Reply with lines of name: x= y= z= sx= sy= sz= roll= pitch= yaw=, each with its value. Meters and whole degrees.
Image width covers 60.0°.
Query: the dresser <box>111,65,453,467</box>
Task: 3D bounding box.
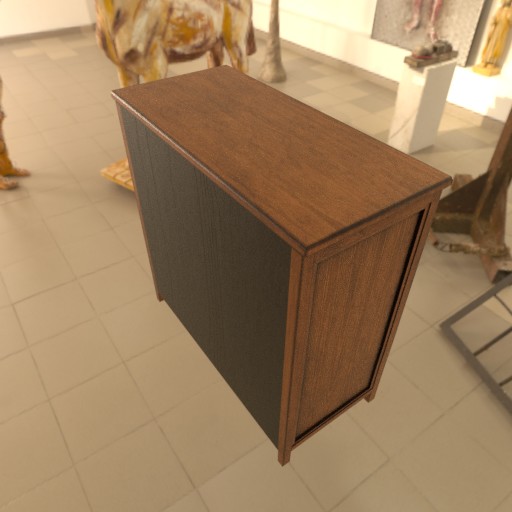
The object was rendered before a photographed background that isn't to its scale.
dresser: x=0.000 y=0.000 z=1.974 sx=0.591 sy=1.224 sz=1.250 roll=-25 pitch=47 yaw=-26
